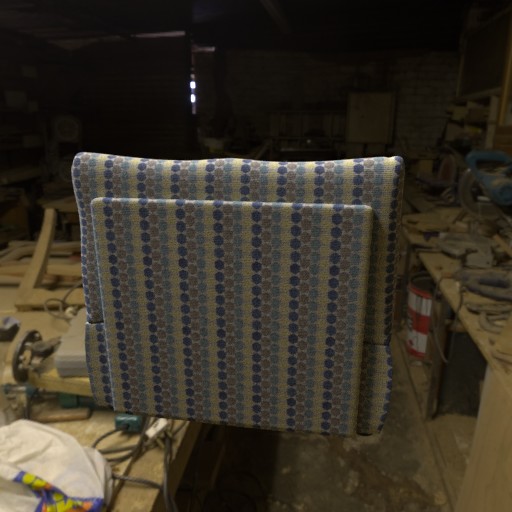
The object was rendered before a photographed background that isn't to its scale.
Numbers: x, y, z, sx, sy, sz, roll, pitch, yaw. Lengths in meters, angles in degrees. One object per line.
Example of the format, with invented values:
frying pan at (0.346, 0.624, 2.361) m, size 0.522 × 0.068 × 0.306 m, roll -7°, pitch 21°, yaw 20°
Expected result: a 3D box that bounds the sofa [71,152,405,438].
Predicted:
sofa at (0.000, 0.000, 1.706) m, size 0.930 × 0.830 × 1.000 m, roll 3°, pitch 17°, yaw 9°
